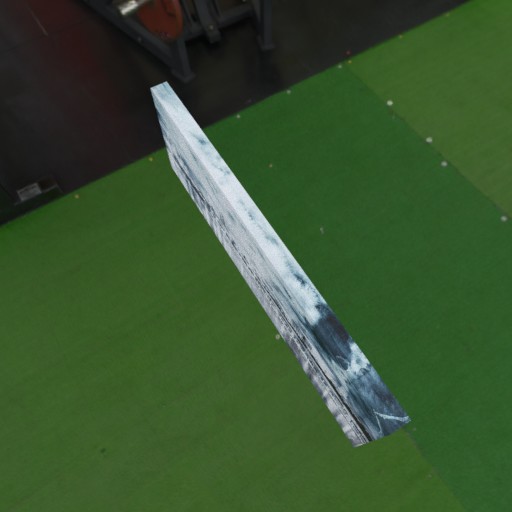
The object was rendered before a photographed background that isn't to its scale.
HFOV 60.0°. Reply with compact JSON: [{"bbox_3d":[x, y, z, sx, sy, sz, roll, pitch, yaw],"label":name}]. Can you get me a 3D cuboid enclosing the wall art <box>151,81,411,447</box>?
[{"bbox_3d":[0.000,0.000,0.860,0.037,0.251,0.759,-28,67,-14],"label":"wall art"}]
